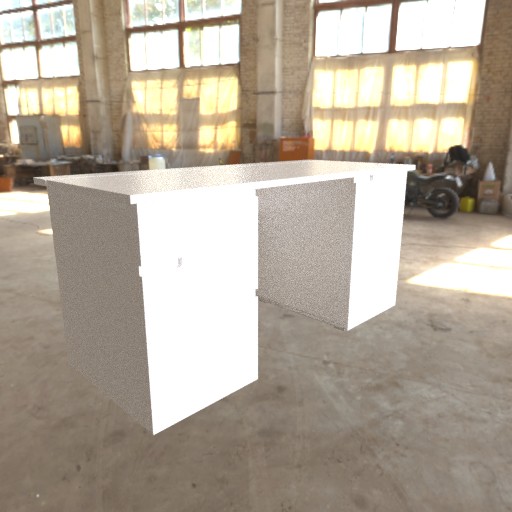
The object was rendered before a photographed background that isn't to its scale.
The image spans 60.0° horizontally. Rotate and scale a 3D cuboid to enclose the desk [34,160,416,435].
[{"bbox_3d":[0.000,0.000,1.995,0.670,0.760,1.580,15,21,43],"label":"desk"}]
